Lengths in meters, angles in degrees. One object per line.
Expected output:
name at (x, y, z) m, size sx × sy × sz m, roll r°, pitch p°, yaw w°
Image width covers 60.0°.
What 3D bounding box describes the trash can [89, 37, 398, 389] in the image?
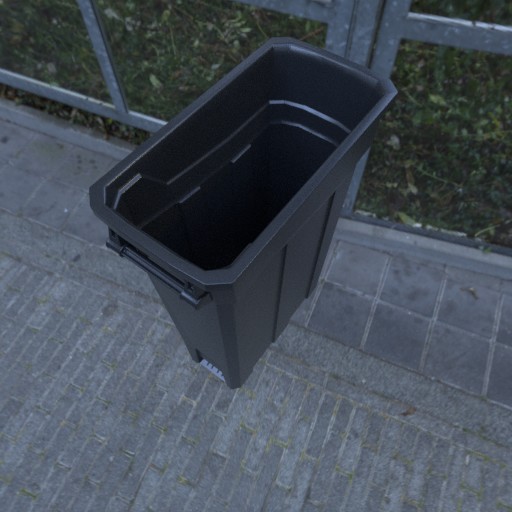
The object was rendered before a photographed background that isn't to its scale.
trash can at (0.000, 0.000, 1.063) m, size 0.281 × 0.762 × 0.559 m, roll 32°, pitch 64°, yaw 18°
